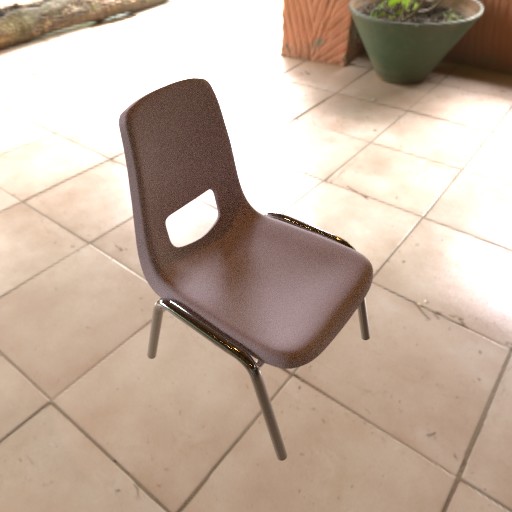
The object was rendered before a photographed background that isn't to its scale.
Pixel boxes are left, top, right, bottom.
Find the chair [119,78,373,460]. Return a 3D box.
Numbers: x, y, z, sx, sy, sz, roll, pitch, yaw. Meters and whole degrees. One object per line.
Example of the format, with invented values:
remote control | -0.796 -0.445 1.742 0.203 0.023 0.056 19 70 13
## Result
chair | 0.000 0.000 0.807 0.385 0.536 0.354 26 48 27
